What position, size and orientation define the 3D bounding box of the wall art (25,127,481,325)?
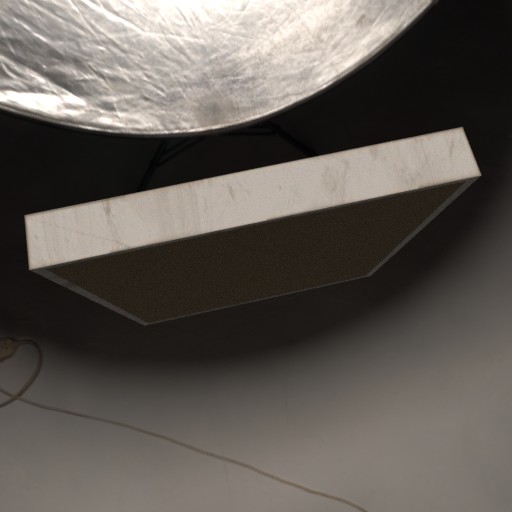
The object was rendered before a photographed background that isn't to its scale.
[{"bbox_3d":[0.000,0.000,0.443,0.305,0.303,0.038,-12,75,-3],"label":"wall art"}]
